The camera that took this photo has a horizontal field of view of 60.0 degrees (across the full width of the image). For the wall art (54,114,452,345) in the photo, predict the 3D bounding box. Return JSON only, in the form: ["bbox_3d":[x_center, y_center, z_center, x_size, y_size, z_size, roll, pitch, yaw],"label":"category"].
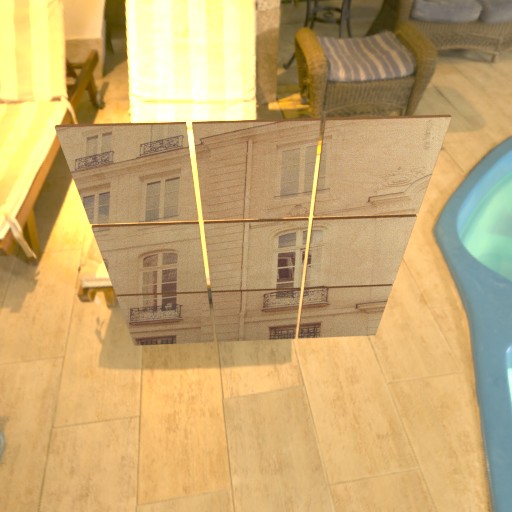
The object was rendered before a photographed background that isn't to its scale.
[{"bbox_3d":[0.000,0.000,1.355,0.915,0.913,0.018,-2,47,-2],"label":"wall art"}]
